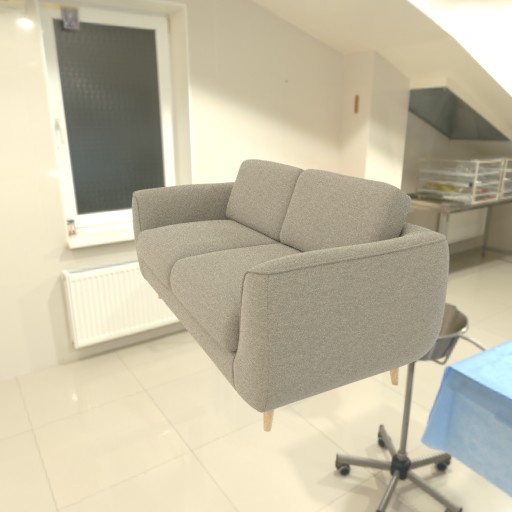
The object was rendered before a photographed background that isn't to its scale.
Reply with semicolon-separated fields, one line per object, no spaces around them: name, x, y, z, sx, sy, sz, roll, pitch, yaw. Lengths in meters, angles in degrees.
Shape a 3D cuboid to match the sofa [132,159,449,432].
sofa;0.000;0.000;2.213;0.920;0.850;1.700;-9;19;-26
